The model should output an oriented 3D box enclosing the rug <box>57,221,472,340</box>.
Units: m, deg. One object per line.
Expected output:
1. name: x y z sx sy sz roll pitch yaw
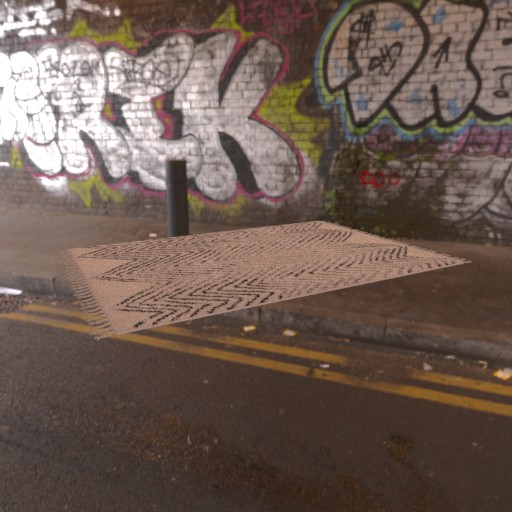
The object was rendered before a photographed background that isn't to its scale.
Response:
1. rug: 0.000 0.000 2.330 1.847 0.014 1.230 -8 18 -28
